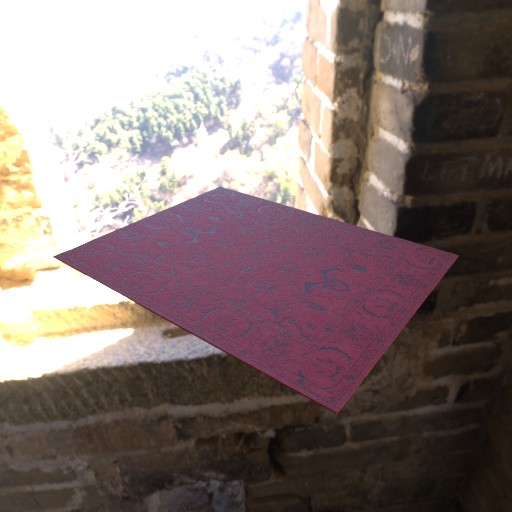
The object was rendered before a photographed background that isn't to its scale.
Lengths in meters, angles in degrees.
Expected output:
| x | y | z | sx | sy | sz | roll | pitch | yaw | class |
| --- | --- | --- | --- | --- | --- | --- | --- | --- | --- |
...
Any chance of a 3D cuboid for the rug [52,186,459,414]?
| x | y | z | sx | sy | sz | roll | pitch | yaw | class |
| --- | --- | --- | --- | --- | --- | --- | --- | --- | --- |
| 0.000 | 0.000 | 4.059 | 2.929 | 0.012 | 2.300 | 21 | 35 | 32 | rug |
